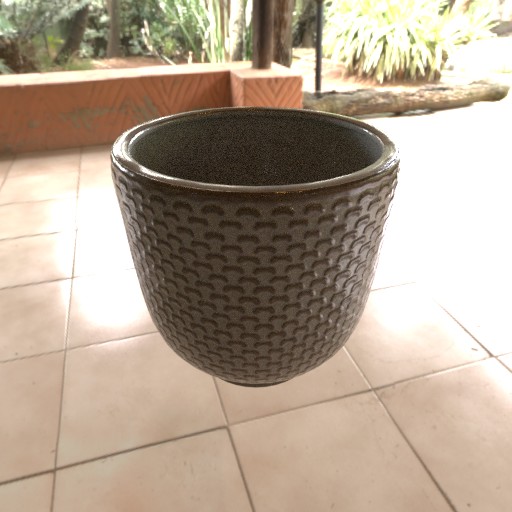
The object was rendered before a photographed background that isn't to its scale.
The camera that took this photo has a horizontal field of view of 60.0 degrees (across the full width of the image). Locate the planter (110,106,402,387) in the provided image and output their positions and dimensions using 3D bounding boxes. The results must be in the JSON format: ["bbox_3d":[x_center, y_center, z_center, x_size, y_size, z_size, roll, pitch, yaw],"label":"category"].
[{"bbox_3d":[0.000,0.000,0.354,0.197,0.191,0.197,0,31,0],"label":"planter"}]
